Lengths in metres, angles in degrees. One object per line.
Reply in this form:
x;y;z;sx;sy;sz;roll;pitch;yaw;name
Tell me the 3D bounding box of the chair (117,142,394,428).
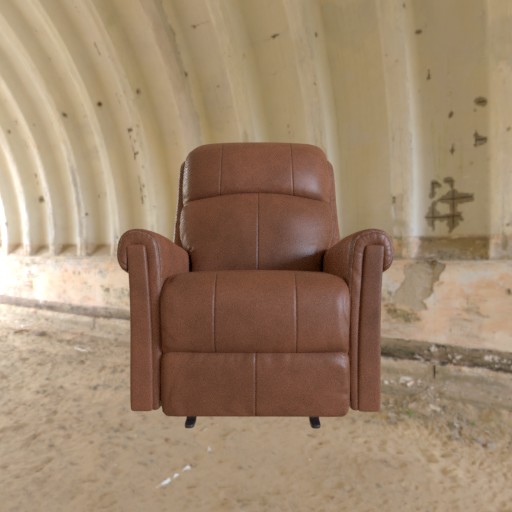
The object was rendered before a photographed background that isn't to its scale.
0.000;0.000;1.782;0.838;1.054;1.014;0;1;0;chair
